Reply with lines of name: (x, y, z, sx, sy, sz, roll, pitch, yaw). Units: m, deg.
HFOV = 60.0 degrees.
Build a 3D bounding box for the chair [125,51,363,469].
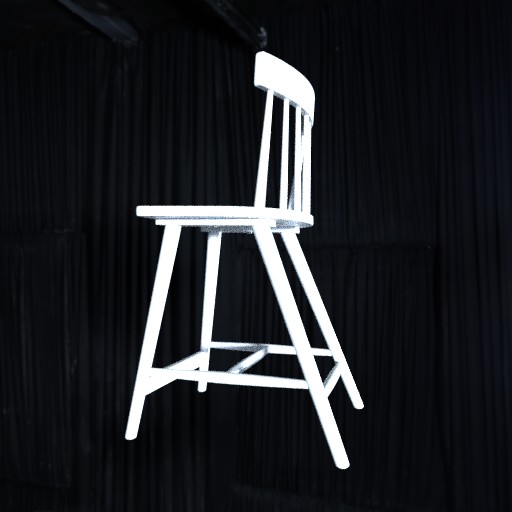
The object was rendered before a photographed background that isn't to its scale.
chair: (0.000, 0.000, 1.280, 0.572, 0.952, 0.483, 0, -1, 18)
